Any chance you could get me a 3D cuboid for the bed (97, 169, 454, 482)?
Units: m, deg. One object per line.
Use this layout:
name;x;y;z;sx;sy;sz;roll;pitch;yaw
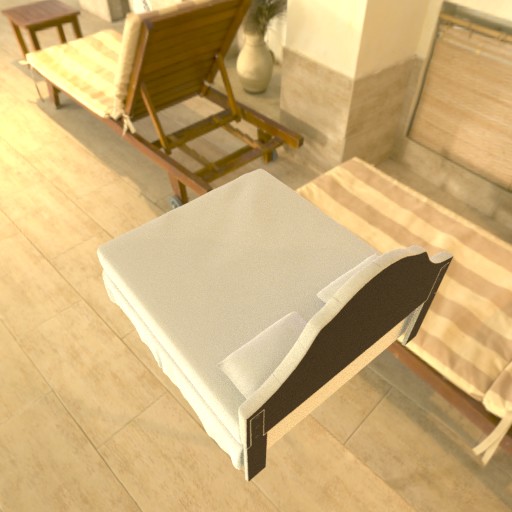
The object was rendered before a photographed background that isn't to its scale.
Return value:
bed;0.000;0.000;3.606;2.008;1.615;2.214;-31;54;-26
